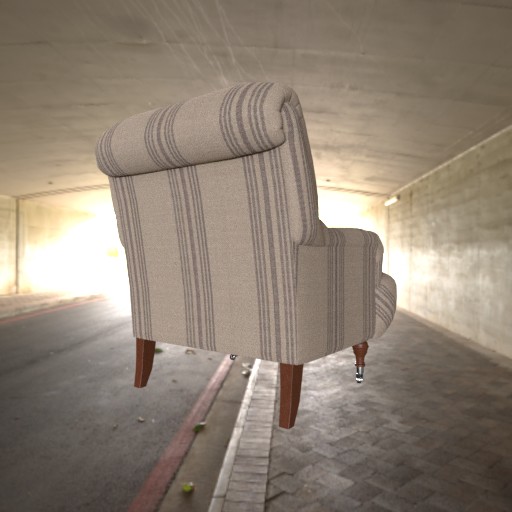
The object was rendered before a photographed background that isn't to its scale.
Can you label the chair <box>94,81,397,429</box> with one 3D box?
[{"bbox_3d":[0.000,0.000,1.618,0.813,0.940,0.914,0,0,37],"label":"chair"}]
